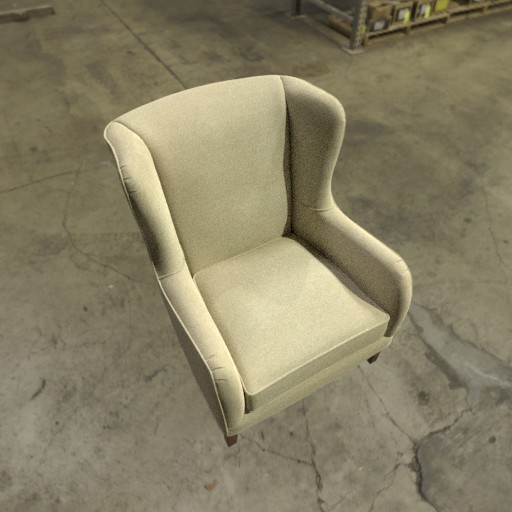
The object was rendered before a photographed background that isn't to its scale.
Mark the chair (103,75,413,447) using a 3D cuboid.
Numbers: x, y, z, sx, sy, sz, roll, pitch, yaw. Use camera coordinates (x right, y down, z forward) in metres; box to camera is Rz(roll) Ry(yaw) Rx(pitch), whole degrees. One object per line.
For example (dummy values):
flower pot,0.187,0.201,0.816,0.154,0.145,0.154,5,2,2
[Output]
chair,0.000,0.000,1.766,0.838,1.040,0.966,-23,51,-20
